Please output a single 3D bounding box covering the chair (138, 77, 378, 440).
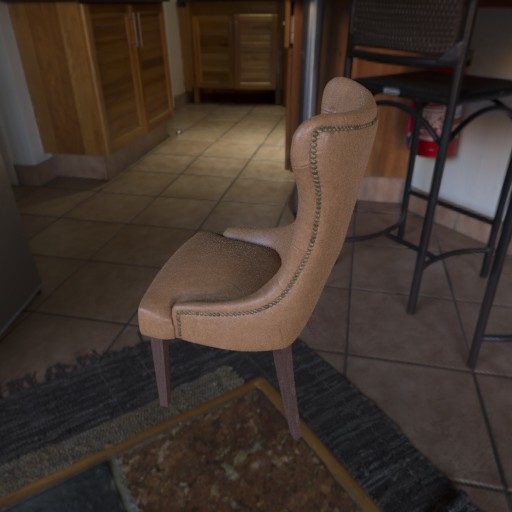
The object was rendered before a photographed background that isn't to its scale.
[{"bbox_3d":[0.000,0.000,1.485,0.669,1.065,0.611,7,32,12],"label":"chair"}]
